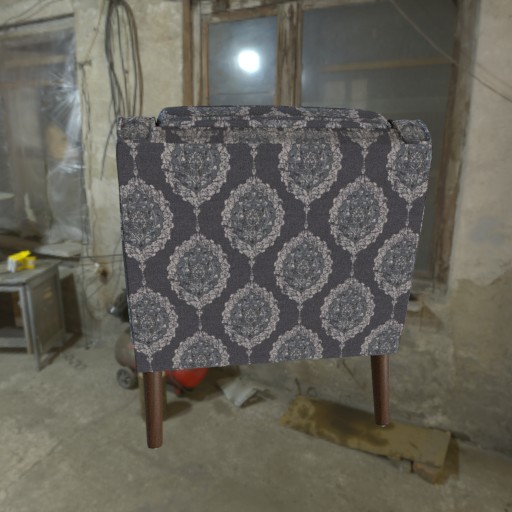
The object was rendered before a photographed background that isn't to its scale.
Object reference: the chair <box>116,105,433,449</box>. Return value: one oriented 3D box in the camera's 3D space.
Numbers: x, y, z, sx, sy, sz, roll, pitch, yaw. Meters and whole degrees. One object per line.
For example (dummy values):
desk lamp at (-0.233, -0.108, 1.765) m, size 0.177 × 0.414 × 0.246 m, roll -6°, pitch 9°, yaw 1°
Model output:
chair at (0.000, 0.000, 1.304) m, size 0.663 × 0.792 × 0.743 m, roll -2°, pitch 13°, yaw -9°
